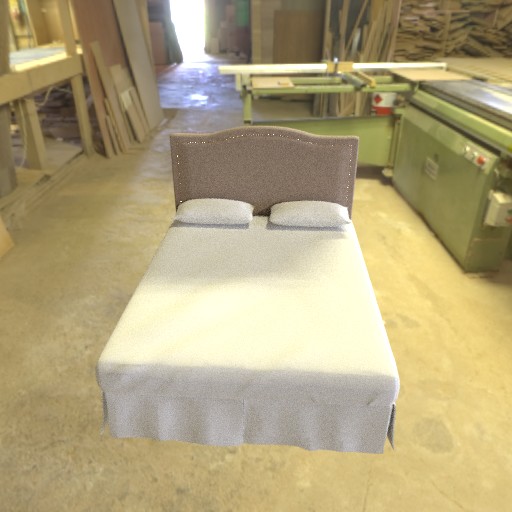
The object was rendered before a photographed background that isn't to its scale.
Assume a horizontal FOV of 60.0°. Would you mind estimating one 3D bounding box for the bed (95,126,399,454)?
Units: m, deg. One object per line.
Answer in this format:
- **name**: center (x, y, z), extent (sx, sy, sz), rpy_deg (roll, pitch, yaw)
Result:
- **bed**: center (0.000, 0.000, 3.338), extent (1.821, 1.436, 2.282), rpy_deg (2, 29, 3)
